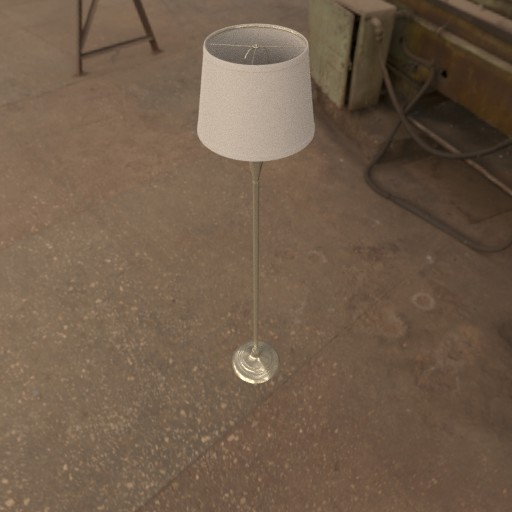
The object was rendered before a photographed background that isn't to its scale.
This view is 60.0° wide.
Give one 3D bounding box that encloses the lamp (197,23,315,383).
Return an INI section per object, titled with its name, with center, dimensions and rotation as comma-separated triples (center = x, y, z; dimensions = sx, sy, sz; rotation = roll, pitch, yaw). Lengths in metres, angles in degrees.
[lamp]
center = 0.000, 0.000, 1.621
dimensions = 0.327, 1.506, 0.327
rotation = -32, 54, -26
